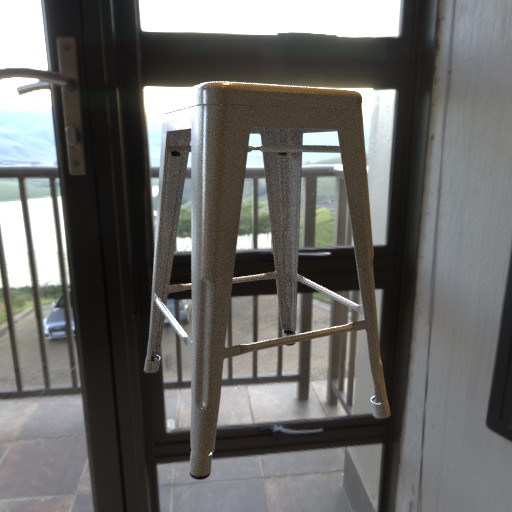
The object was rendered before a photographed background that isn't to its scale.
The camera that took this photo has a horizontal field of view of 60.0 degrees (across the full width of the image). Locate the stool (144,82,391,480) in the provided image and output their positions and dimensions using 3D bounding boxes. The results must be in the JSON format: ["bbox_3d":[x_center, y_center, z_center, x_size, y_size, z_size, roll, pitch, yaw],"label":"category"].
[{"bbox_3d":[0.000,0.000,0.887,0.406,0.610,0.406,-6,15,-24],"label":"stool"}]
